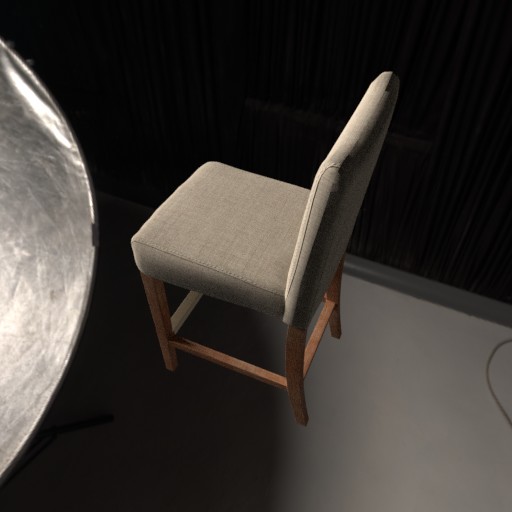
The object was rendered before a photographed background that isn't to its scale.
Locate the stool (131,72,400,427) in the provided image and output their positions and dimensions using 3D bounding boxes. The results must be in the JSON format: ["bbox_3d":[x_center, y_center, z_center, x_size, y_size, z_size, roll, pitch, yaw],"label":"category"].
[{"bbox_3d":[0.000,0.000,1.325,0.567,1.039,0.454,18,49,17],"label":"stool"}]
